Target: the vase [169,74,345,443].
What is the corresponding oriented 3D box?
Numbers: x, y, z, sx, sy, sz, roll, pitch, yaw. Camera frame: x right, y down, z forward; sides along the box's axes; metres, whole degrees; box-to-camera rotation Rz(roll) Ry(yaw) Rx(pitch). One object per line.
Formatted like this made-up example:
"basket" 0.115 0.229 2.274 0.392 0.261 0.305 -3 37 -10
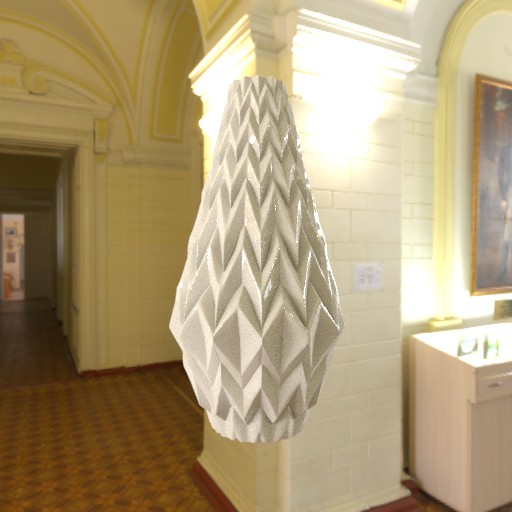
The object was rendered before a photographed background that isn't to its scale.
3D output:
"vase" 0.000 0.000 0.429 0.167 0.328 0.167 0 1 0
